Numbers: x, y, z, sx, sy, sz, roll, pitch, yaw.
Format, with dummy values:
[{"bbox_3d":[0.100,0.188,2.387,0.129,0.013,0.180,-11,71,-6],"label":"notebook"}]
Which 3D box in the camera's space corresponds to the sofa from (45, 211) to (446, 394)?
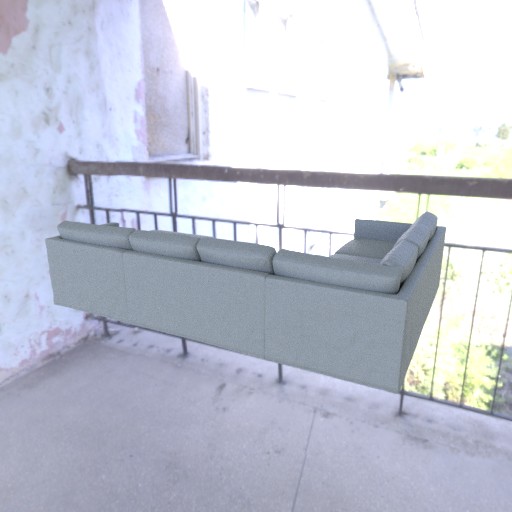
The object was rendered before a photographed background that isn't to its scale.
[{"bbox_3d":[0.000,0.000,4.668,3.460,0.882,2.427,8,19,26],"label":"sofa"}]
